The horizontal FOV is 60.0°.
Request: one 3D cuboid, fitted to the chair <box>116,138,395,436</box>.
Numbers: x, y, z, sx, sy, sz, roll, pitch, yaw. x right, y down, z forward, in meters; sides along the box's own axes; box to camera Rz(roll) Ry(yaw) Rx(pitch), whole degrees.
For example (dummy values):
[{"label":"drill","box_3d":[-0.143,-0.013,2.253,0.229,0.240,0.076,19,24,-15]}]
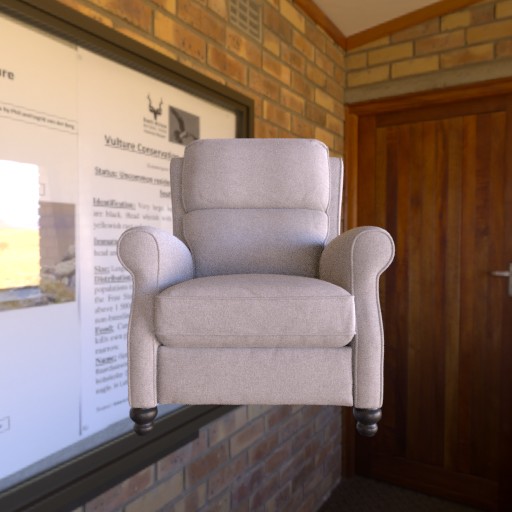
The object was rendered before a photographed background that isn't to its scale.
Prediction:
[{"label":"chair","box_3d":[0.000,0.000,1.709,0.859,1.046,0.919,0,2,0]}]
